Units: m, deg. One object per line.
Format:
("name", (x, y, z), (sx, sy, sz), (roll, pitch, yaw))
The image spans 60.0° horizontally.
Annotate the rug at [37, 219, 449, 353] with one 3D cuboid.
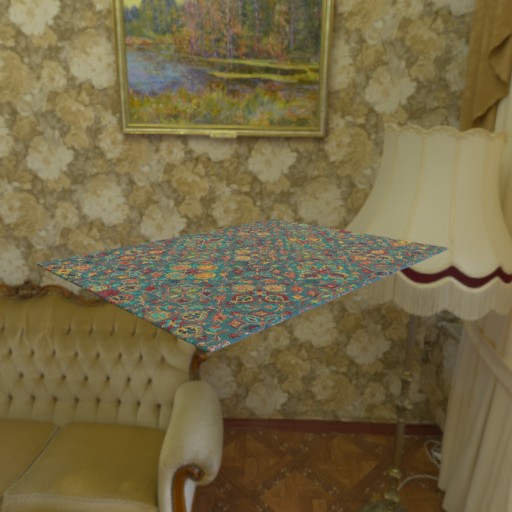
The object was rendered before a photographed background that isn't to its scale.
("rug", (0.000, 0.000, 4.288), (2.434, 0.025, 3.204), (14, 20, 43))
